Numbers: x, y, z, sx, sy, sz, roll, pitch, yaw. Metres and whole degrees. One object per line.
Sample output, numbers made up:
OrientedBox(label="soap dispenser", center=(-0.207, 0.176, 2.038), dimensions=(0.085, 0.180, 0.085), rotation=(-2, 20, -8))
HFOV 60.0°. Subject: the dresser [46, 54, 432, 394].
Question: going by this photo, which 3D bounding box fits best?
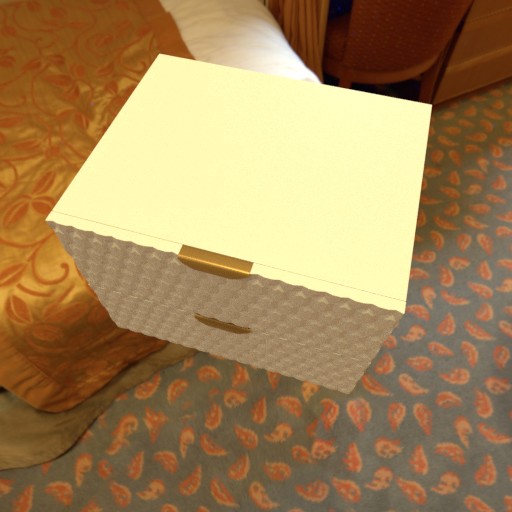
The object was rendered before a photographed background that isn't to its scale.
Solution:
OrientedBox(label="dresser", center=(0.000, 0.000, 0.929), dimensions=(0.503, 0.568, 0.414), rotation=(14, 59, 9))
